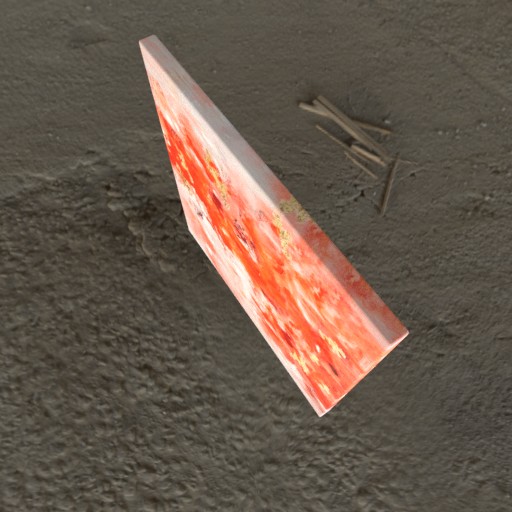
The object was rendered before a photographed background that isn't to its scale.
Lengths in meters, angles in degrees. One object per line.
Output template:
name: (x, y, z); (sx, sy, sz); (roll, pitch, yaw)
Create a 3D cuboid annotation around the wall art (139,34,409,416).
wall art: (0.000, 0.000, 1.081); (0.064, 0.746, 0.747); (-31, 67, -15)
